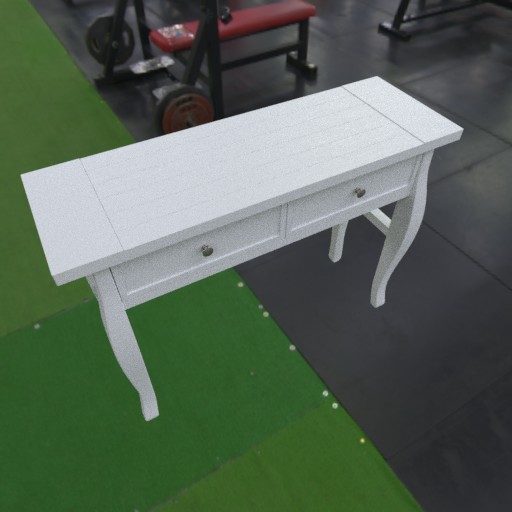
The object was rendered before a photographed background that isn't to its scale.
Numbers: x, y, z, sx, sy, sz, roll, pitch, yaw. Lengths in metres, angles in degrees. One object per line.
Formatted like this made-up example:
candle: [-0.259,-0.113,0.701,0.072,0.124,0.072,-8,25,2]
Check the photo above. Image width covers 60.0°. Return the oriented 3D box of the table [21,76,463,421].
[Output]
table: [0.000,0.000,1.385,1.062,0.768,0.373,-22,51,-19]
